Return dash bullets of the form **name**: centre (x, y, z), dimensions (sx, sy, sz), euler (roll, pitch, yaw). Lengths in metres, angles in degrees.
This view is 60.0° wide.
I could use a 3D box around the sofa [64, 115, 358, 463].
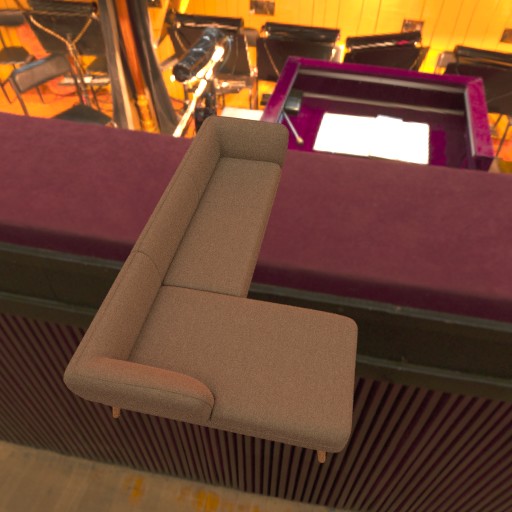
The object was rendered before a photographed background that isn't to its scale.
- **sofa**: centre (0.000, 0.000, 3.265), dimensions (1.532, 0.693, 2.653), euler (9, 48, 8)
